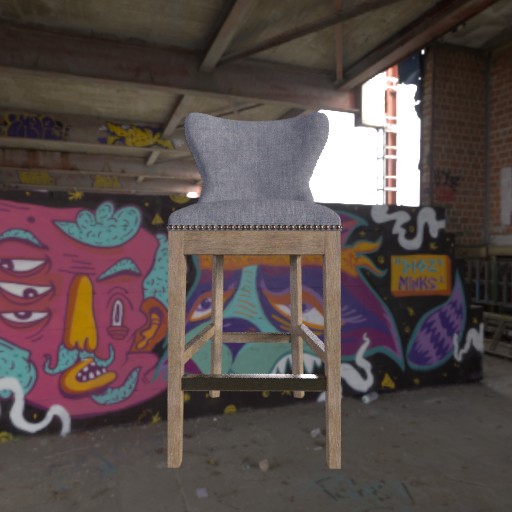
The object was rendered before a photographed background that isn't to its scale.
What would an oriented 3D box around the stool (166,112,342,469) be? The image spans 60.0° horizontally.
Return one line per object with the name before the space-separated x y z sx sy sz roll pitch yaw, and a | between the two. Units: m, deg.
stool | 0.000 0.000 1.321 0.498 0.981 0.608 0 0 1
